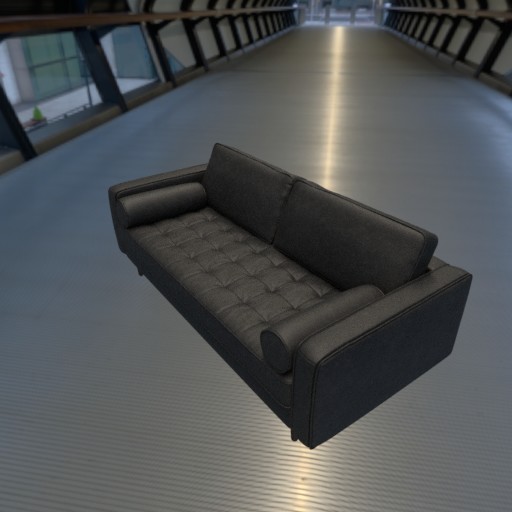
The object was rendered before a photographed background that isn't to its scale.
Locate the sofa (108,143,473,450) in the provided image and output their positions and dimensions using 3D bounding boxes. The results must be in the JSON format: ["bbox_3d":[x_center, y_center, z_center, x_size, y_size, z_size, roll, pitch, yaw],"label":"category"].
[{"bbox_3d":[0.000,0.000,2.338,0.921,0.770,1.879,-20,36,-31],"label":"sofa"}]
